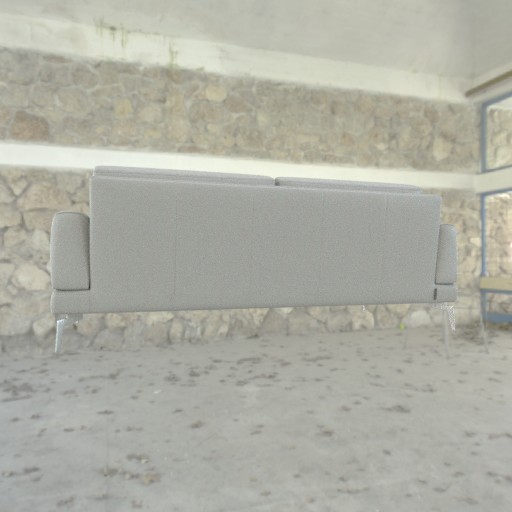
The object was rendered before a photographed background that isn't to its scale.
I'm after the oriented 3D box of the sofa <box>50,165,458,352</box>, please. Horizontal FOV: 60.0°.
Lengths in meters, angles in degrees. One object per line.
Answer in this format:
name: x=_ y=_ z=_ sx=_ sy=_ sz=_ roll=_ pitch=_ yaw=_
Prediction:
sofa: x=0.000 y=0.000 z=2.388 sx=1.940 sy=0.765 sz=0.974 roll=0 pitch=-1 yaw=-17
